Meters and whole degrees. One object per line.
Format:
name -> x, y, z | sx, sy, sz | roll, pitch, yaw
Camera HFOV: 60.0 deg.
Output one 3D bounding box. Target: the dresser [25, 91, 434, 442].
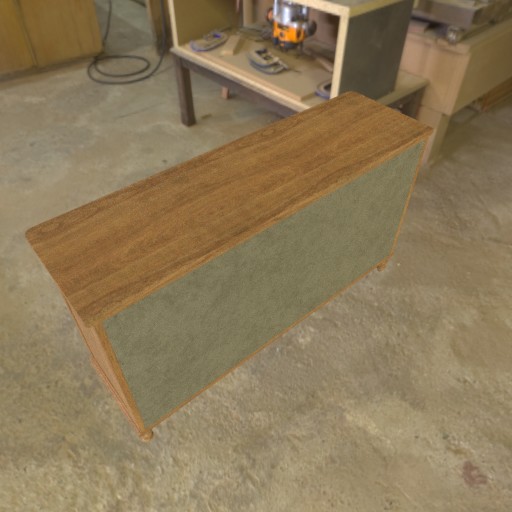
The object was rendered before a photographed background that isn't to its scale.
dresser -> 0.000, 0.000, 1.979 | 1.583, 0.892, 0.468 | -31, 53, -26
